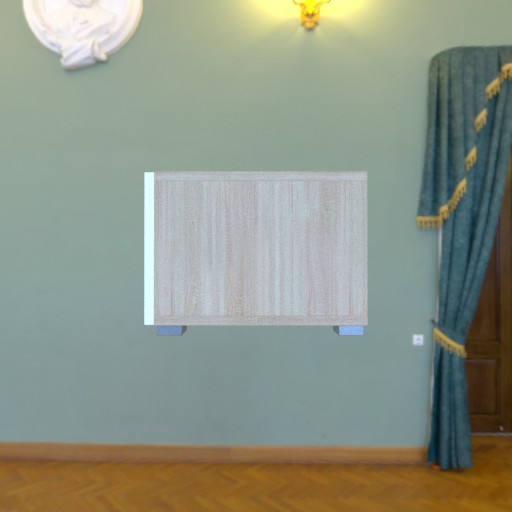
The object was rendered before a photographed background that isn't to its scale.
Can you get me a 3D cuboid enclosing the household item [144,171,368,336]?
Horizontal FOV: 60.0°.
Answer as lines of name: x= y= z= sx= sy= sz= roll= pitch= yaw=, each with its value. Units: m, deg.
household item: x=0.000 y=0.000 z=1.533 sx=0.420 sy=0.310 sz=1.400 roll=0 pitch=0 yaw=0
